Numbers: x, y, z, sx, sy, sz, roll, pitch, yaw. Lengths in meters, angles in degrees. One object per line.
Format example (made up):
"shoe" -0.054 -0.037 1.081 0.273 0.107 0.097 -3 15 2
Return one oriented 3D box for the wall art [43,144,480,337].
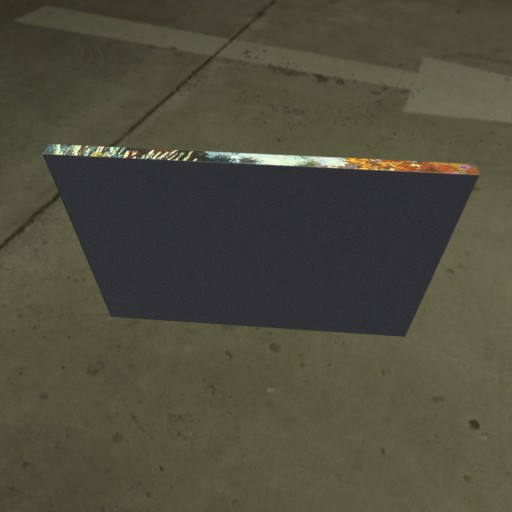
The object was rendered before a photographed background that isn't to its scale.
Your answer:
"wall art" 0.000 0.000 1.153 0.908 0.604 0.037 3 48 3
